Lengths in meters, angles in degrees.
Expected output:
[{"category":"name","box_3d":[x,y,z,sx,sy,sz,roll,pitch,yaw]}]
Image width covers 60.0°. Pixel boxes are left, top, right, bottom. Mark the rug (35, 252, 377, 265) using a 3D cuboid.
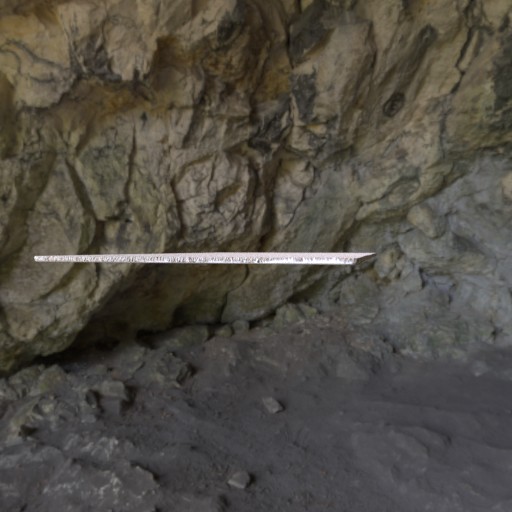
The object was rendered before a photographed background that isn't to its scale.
[{"category":"rug","box_3d":[0.000,0.000,2.975,1.500,0.026,2.349,0,1,17]}]
